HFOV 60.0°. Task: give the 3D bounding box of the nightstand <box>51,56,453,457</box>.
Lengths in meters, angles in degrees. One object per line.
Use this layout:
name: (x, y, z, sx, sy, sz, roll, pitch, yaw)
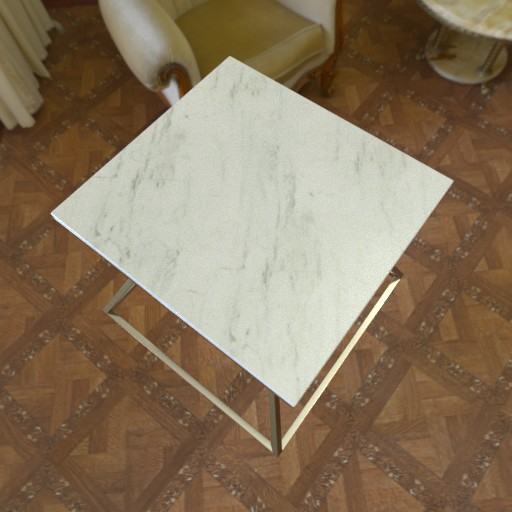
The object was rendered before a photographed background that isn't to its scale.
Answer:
nightstand: (0.000, 0.000, 0.882, 0.513, 0.426, 0.514, 35, 69, 15)
